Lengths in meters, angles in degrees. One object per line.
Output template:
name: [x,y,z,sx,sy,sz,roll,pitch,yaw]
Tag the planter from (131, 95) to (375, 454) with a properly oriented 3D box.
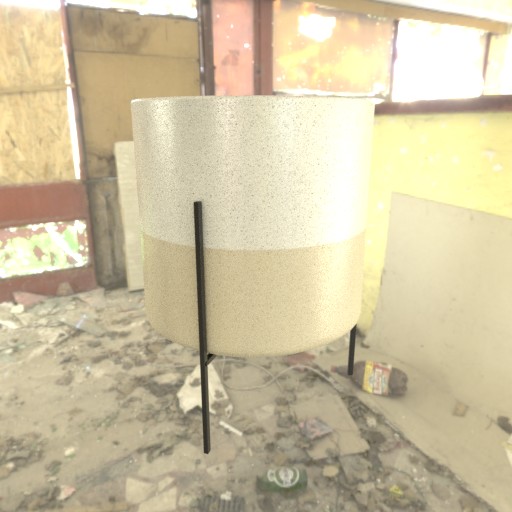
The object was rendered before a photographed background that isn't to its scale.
planter: [0.000,0.000,0.735,0.368,0.484,0.359,-3,17,-9]
